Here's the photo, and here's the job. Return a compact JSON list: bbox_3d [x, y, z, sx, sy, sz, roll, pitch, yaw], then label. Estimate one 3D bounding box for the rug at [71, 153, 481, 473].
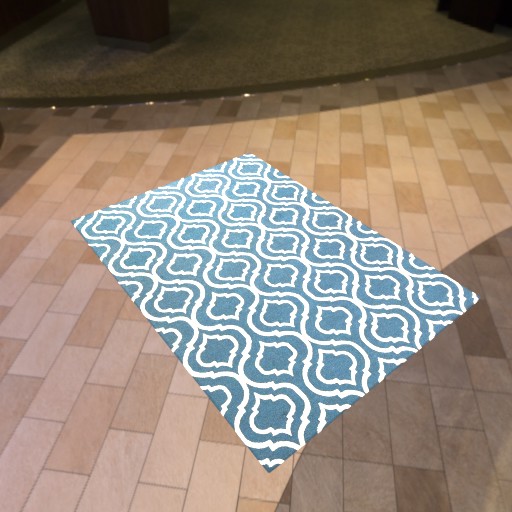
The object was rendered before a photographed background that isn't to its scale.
[{"bbox_3d":[0.000,0.000,4.341,2.438,0.010,3.353,-28,48,-28],"label":"rug"}]
